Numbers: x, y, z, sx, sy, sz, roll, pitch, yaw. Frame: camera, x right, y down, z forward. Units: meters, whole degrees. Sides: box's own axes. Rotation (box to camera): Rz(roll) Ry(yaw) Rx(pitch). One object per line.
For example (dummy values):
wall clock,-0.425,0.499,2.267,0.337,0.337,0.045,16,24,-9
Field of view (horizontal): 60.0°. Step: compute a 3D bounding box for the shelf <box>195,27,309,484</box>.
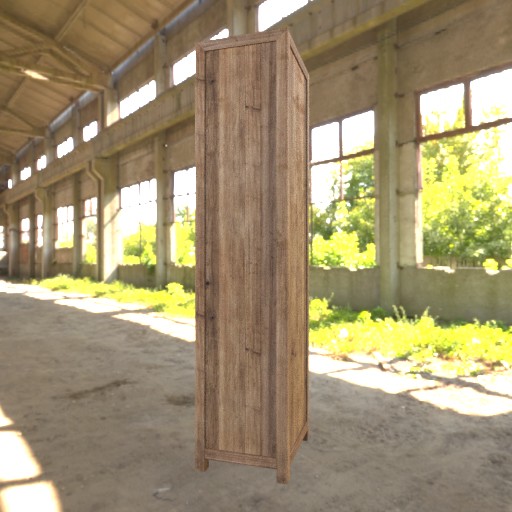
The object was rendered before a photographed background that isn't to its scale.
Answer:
shelf,0.000,0.000,2.143,0.428,1.900,0.500,0,0,17
